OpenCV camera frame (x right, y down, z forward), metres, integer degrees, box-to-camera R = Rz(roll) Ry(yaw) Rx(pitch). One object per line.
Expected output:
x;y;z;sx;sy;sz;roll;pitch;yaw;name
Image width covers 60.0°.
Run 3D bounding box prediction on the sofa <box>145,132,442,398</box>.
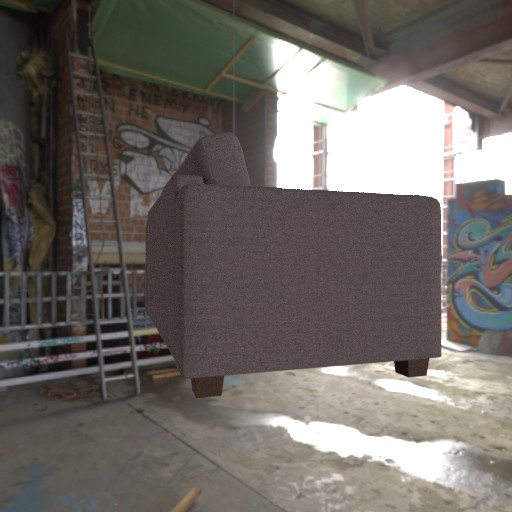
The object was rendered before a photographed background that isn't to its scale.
0.000;0.000;2.040;0.900;0.800;1.520;0;0;-18;sofa
